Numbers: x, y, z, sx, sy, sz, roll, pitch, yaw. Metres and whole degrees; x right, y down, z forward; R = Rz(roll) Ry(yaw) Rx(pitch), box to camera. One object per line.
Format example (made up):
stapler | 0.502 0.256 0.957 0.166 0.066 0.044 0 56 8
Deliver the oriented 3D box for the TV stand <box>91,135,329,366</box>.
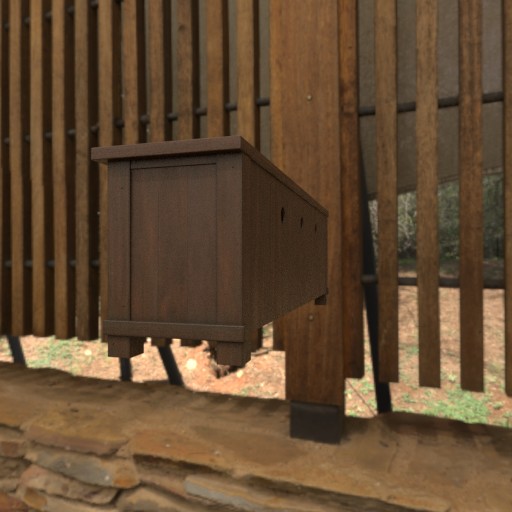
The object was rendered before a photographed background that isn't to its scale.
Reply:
TV stand | 0.000 0.000 2.122 0.471 0.615 1.866 0 -1 16
